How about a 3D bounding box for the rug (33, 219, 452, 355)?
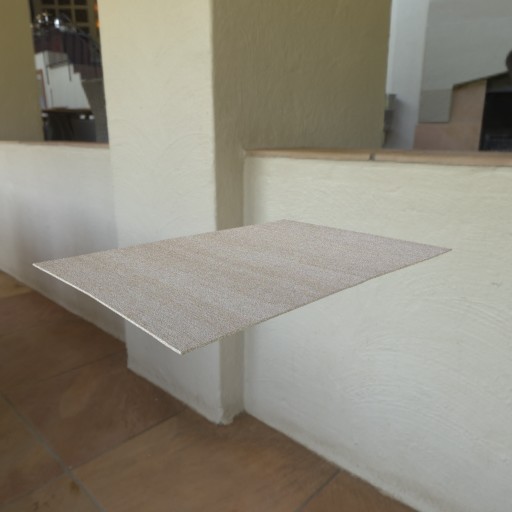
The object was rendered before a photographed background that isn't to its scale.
[{"bbox_3d":[0.000,0.000,3.678,2.869,0.038,2.032,-13,20,-41],"label":"rug"}]
